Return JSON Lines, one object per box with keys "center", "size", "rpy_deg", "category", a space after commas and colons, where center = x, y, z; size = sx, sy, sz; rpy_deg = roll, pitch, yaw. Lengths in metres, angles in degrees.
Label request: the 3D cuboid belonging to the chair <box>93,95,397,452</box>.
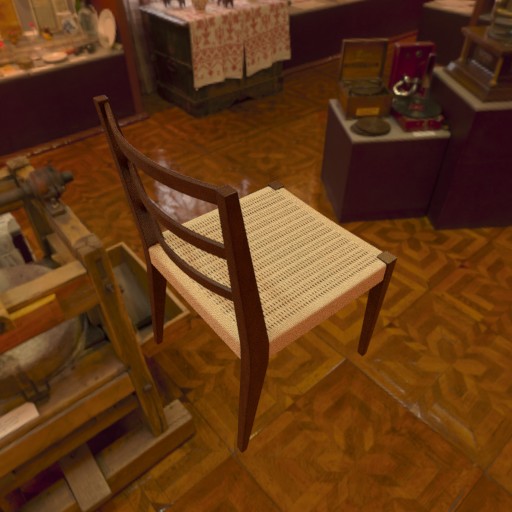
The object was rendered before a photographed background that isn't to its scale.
{"center": [0.000, 0.000, 1.155], "size": [0.551, 0.813, 0.480], "rpy_deg": [-28, 48, -28], "category": "chair"}
